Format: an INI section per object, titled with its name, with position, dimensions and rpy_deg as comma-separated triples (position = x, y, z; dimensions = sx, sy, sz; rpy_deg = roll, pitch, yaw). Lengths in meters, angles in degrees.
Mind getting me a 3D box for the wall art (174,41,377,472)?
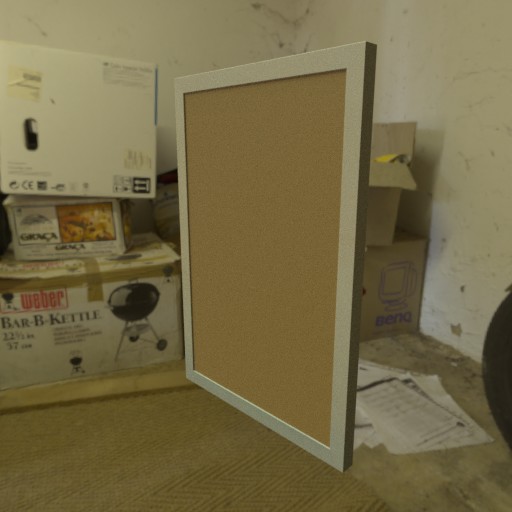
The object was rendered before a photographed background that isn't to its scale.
[wall art]
position = 0.000, 0.000, 1.138
dimensions = 0.039, 0.915, 0.612
rpy_deg = -13, 18, -43
